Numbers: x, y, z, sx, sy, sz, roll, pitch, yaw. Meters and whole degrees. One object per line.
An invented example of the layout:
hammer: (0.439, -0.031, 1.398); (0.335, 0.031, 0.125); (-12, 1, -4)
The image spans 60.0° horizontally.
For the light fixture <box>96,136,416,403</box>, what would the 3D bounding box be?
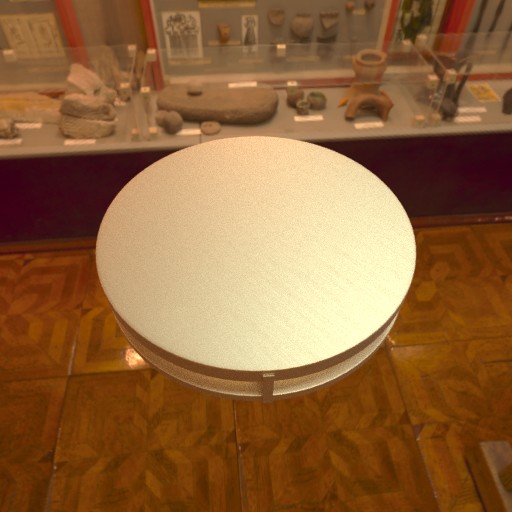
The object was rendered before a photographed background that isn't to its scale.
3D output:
light fixture: (0.000, 0.000, 0.539); (0.356, 0.102, 0.356); (0, 49, 0)
